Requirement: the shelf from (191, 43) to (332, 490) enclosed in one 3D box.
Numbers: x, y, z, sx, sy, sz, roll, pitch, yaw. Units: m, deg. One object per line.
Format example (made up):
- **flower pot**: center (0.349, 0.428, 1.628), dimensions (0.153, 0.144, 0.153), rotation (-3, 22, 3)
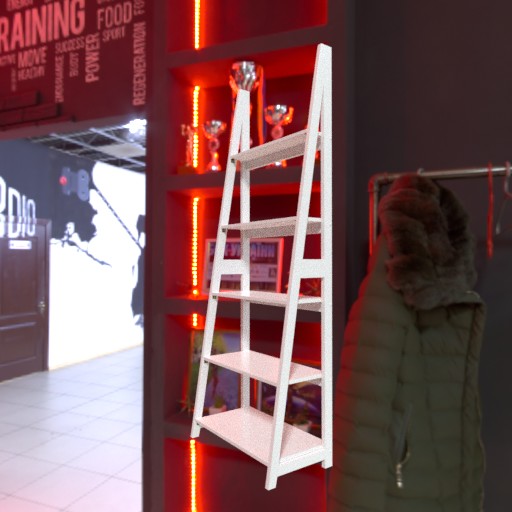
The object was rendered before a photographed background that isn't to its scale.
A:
- **shelf**: center (0.000, 0.000, 2.040), dimensions (0.341, 1.779, 0.636), rotation (0, -1, -36)
